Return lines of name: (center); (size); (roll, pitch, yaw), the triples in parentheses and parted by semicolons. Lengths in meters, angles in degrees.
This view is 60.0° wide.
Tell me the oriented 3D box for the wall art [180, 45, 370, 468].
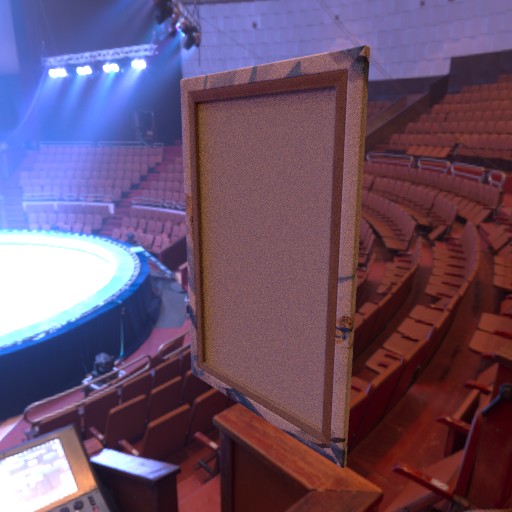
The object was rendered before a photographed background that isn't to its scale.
wall art: (0.000, 0.000, 1.145); (0.016, 0.914, 0.610); (-13, 19, -41)
